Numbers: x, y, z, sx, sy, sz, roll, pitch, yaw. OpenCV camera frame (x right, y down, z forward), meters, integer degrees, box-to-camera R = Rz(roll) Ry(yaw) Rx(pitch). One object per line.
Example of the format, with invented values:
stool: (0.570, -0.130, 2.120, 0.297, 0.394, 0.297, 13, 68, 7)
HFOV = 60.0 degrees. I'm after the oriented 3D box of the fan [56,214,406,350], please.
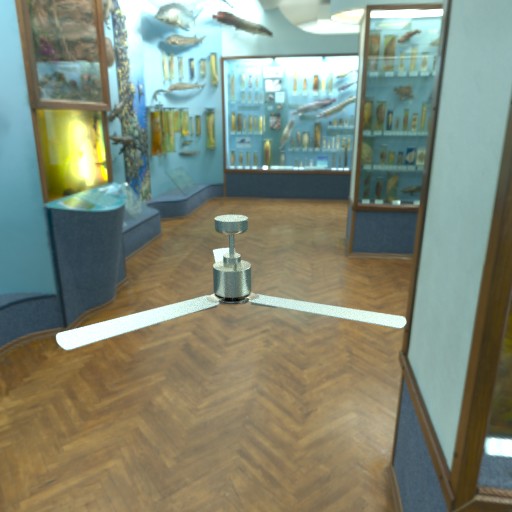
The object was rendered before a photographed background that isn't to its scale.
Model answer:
fan: (0.000, 0.000, 2.399, 1.531, 0.446, 1.561, 3, 18, 10)
